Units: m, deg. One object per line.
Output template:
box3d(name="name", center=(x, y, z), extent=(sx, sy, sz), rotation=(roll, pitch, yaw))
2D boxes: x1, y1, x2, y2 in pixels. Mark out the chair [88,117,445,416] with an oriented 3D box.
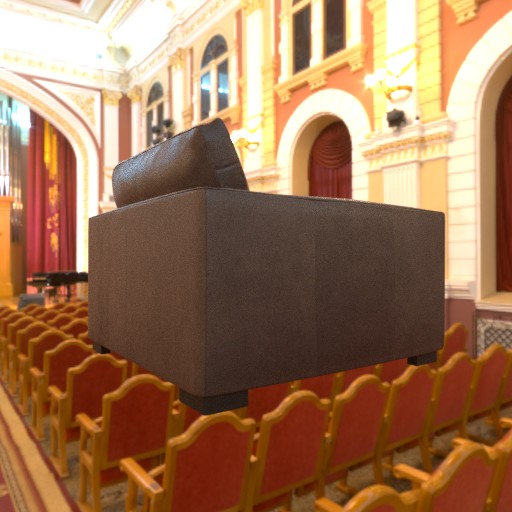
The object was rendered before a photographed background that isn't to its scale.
box3d(name="chair", center=(0.000, 0.000, 1.805), extent=(1.069, 0.812, 1.100), rotation=(0, -1, -35))
